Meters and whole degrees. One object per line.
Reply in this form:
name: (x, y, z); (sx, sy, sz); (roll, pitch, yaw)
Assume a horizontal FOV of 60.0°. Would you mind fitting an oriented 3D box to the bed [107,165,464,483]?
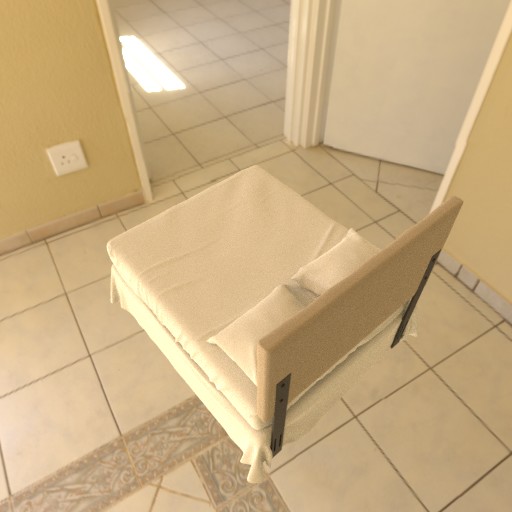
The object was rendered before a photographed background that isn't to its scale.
bed: (0.000, 0.000, 3.461); (1.936, 1.577, 2.222); (-32, 56, -26)
